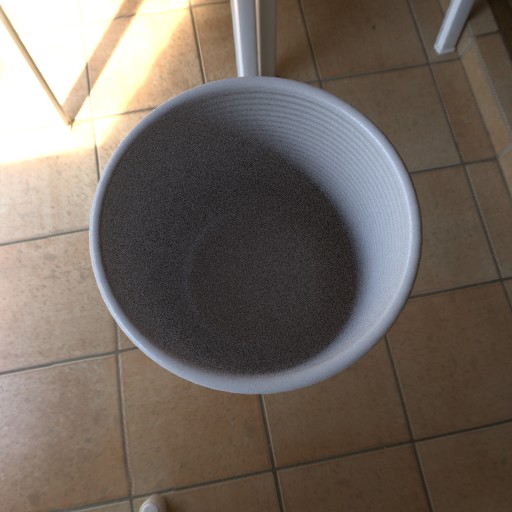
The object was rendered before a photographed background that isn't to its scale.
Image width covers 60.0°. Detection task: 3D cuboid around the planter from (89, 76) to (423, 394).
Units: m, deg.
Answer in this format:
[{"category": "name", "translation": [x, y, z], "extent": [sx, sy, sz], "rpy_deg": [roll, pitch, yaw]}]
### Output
[{"category": "planter", "translation": [0.000, 0.000, 0.216], "extent": [0.124, 0.109, 0.124], "rpy_deg": [0, 75, 0]}]
